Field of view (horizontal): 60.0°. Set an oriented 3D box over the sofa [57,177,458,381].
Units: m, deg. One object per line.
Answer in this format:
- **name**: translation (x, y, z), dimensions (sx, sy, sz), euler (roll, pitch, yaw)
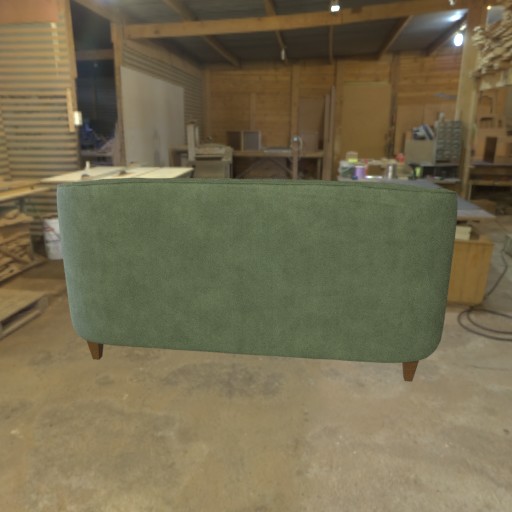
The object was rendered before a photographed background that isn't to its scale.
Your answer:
- **sofa**: translation (0.000, 0.000, 2.223), dimensions (1.733, 0.855, 0.941), euler (2, 16, 7)
